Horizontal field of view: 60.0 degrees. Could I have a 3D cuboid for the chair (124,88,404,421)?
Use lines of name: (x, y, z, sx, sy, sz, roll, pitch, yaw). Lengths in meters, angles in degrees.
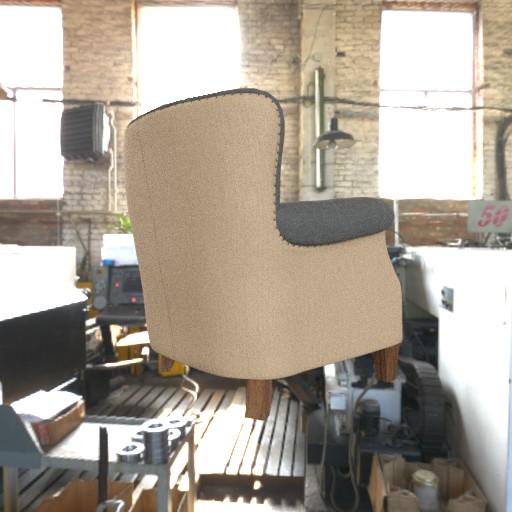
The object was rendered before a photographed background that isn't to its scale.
chair: (0.000, 0.000, 1.662, 0.921, 0.936, 0.861, -1, 2, -36)
